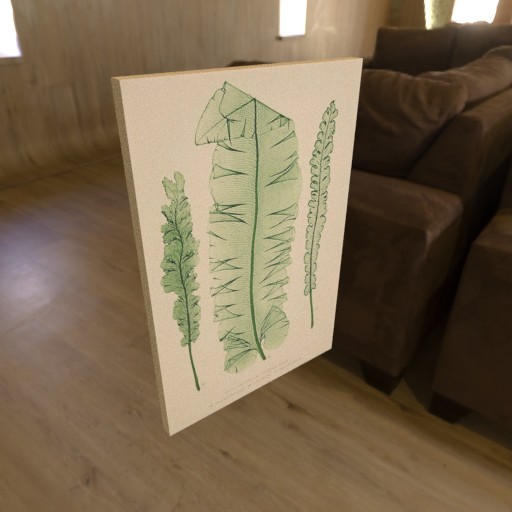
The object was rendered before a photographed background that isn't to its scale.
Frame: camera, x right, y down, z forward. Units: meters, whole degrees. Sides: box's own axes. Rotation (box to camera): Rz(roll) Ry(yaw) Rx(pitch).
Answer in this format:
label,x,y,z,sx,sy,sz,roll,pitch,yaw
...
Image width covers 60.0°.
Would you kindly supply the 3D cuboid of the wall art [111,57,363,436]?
label,x,y,z,sx,sy,sz,roll,pitch,yaw
wall art,0.000,0.000,1.155,0.610,0.914,0.038,-20,35,-31
